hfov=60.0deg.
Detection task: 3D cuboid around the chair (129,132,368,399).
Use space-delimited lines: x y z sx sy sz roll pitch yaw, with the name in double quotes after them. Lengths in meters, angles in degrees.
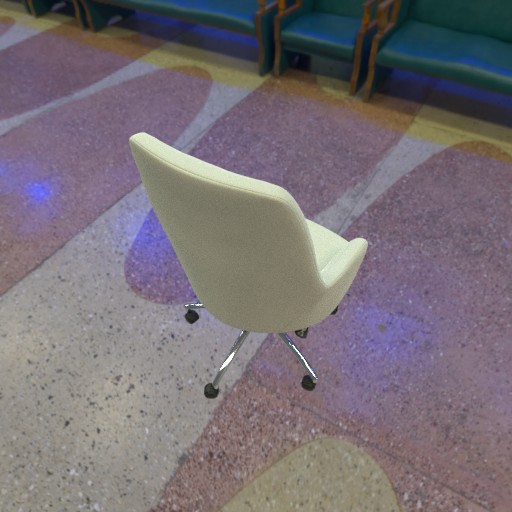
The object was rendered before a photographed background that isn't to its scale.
0.000 0.000 1.452 0.620 1.049 0.640 25 53 21 "chair"
